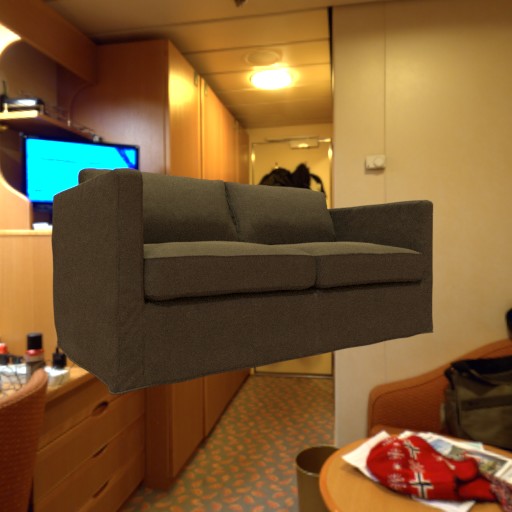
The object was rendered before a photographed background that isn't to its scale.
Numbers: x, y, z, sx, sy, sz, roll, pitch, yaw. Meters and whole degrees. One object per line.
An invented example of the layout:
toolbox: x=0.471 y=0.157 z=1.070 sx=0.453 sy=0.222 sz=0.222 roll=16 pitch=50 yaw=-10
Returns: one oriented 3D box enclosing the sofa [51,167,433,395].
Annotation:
sofa: x=0.000 y=0.000 z=2.297 sx=1.802 sy=0.854 sz=0.974 roll=-1 pitch=1 yaw=-36
